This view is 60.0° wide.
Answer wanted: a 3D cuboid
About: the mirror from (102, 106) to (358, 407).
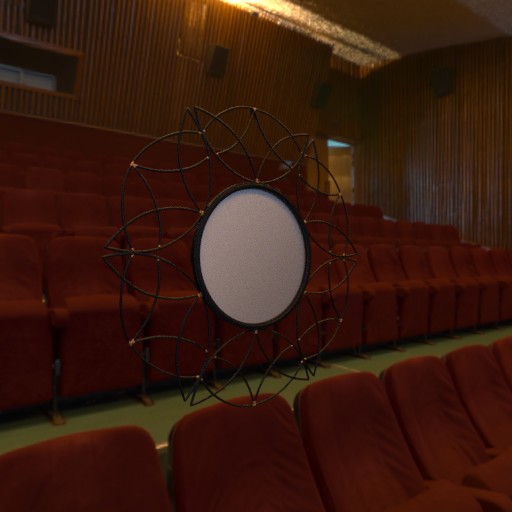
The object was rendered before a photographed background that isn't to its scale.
[{"bbox_3d":[0.000,0.000,1.149,0.797,0.775,0.028,1,-1,-38],"label":"mirror"}]
